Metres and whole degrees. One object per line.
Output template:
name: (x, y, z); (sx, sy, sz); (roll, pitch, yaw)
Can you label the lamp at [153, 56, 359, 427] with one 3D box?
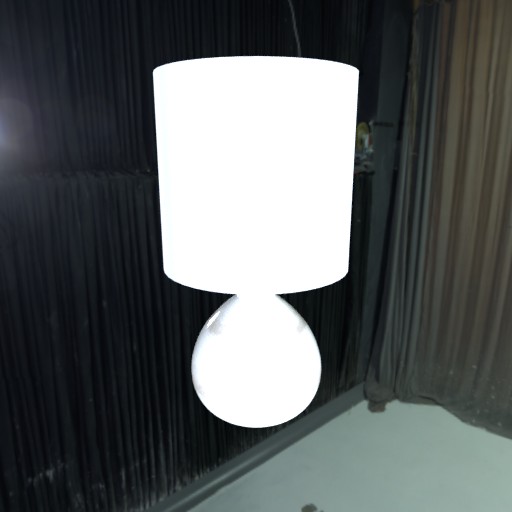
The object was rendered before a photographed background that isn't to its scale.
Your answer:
lamp: (0.000, 0.000, 0.529); (0.217, 0.404, 0.217); (13, 20, 42)
